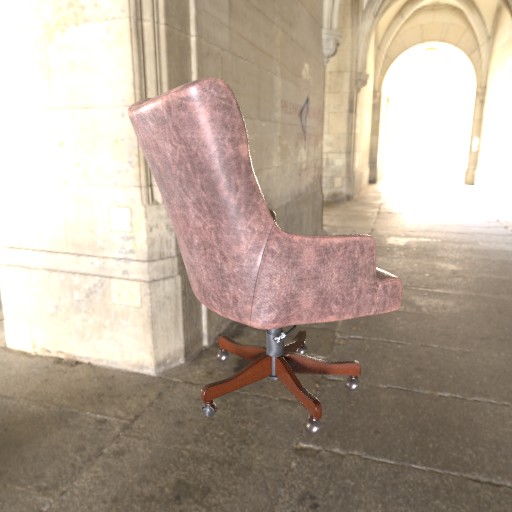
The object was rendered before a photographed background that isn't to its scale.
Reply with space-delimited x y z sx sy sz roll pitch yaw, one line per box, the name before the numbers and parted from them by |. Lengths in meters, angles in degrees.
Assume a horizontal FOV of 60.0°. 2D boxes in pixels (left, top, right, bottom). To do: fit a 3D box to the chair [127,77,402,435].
chair | 0.000 0.000 1.501 0.762 1.035 0.641 -7 16 -26
